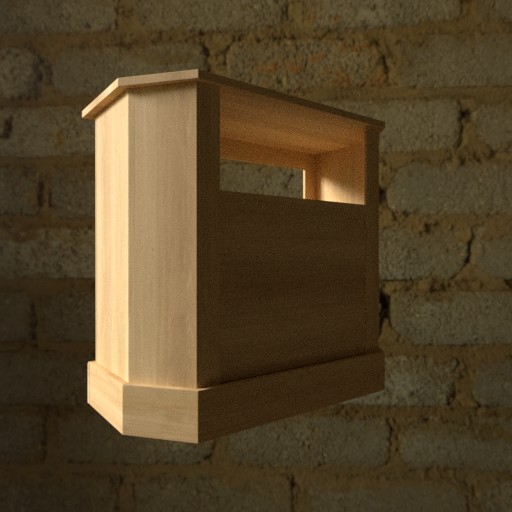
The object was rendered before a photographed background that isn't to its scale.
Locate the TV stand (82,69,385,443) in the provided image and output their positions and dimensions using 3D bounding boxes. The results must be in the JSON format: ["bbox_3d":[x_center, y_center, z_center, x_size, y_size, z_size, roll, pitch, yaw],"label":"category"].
[{"bbox_3d":[0.000,0.000,1.277,0.851,0.781,0.425,0,0,-37],"label":"TV stand"}]
